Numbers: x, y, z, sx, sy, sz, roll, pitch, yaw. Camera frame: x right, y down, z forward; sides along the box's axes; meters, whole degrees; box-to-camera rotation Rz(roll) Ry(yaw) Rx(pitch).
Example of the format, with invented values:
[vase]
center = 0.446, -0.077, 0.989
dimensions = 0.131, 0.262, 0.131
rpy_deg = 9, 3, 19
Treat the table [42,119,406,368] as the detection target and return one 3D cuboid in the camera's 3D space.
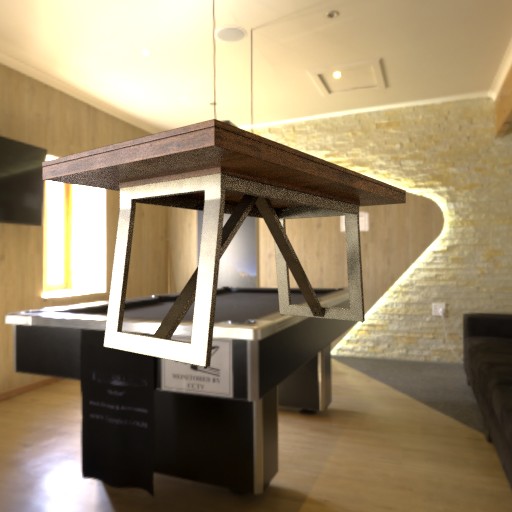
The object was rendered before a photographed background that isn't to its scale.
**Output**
[table]
center = 0.000, 0.000, 2.170
dimensions = 0.931, 0.757, 1.641
rpy_deg = 0, 0, 37
